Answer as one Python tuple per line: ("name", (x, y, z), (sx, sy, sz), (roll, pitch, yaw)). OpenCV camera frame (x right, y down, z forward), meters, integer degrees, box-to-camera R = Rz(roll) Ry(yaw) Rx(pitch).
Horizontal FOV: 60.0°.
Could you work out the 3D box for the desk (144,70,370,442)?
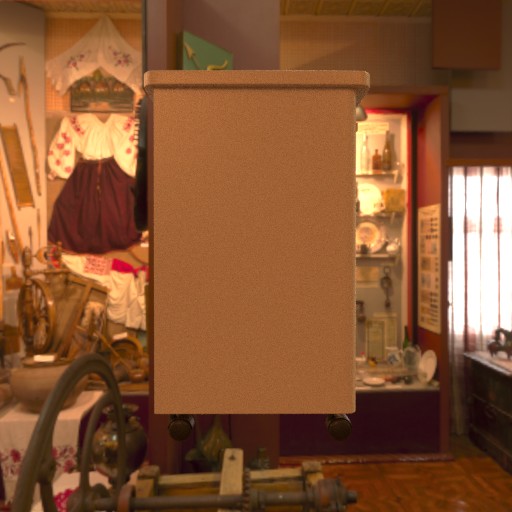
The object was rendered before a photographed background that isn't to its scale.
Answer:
("desk", (0.000, 0.000, 1.340), (0.475, 0.763, 0.877), (0, 1, 0))
